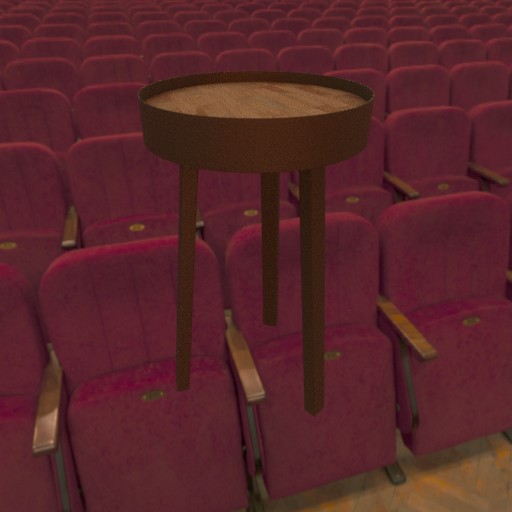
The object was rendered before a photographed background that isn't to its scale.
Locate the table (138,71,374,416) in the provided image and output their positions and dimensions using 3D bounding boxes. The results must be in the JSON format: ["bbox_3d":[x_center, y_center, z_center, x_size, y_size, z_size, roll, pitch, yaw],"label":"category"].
[{"bbox_3d":[0.000,0.000,0.957,0.406,0.686,0.406,-9,32,-14],"label":"table"}]
